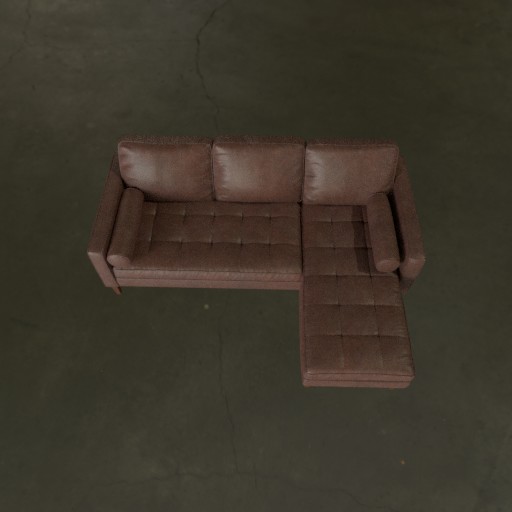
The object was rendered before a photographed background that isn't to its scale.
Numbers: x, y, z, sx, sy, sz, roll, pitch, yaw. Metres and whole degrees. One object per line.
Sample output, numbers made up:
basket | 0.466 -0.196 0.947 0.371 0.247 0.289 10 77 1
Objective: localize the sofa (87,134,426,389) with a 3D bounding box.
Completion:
sofa | 0.000 0.000 3.003 2.185 0.841 1.613 1 57 1
